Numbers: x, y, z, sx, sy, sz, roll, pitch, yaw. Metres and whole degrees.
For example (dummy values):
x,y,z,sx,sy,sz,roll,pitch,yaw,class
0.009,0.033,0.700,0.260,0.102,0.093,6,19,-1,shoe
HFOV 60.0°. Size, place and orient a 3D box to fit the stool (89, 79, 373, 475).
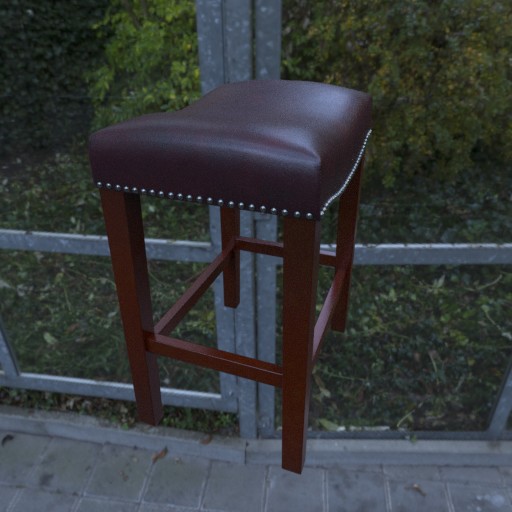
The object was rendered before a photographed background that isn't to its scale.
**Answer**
x,y,z,sx,sy,sz,roll,pitch,yaw,class
0.000,0.000,0.955,0.372,0.657,0.504,10,31,18,stool
